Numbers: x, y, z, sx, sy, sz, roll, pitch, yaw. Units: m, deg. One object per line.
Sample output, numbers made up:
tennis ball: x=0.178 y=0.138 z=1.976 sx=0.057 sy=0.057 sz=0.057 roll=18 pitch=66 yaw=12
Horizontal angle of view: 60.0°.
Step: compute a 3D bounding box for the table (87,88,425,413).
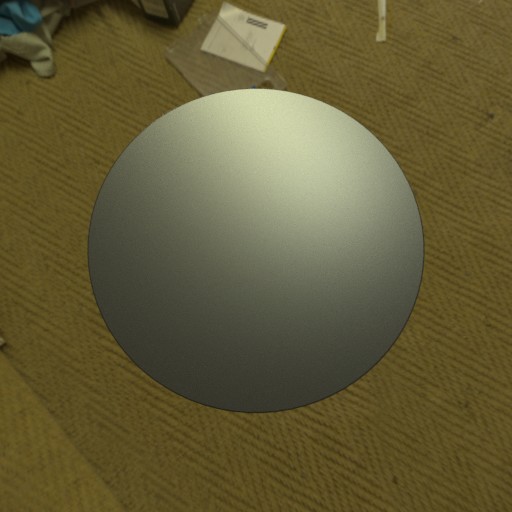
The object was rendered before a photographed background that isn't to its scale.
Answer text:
table: x=0.000 y=0.000 z=1.426 sx=0.914 sy=0.457 sz=0.914 roll=0 pitch=76 yaw=0
